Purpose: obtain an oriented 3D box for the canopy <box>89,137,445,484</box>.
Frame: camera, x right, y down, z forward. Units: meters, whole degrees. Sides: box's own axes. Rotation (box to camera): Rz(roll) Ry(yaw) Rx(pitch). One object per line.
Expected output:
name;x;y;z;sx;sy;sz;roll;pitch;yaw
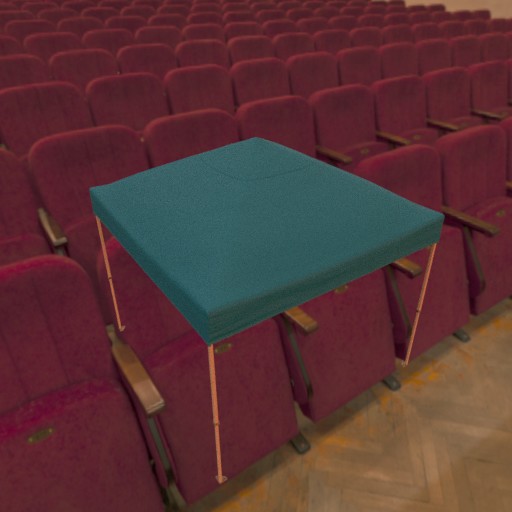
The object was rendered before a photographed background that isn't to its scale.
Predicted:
canopy;0.000;0.000;5.547;2.998;2.997;2.996;-20;37;-29
